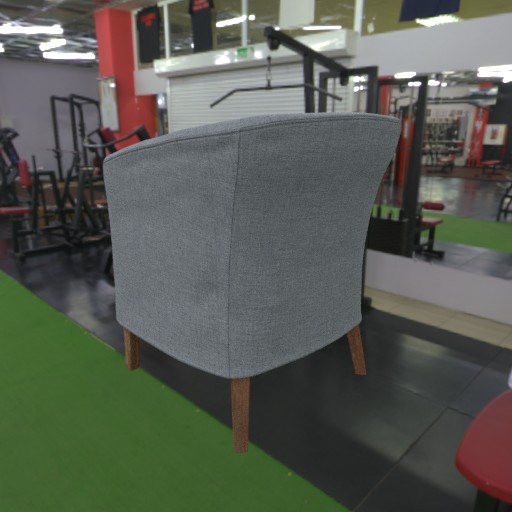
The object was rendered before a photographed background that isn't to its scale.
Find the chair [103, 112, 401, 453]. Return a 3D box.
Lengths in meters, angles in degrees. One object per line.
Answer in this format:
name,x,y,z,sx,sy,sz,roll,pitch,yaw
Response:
chair,0.000,0.000,1.271,0.600,0.771,0.668,-15,22,-41
